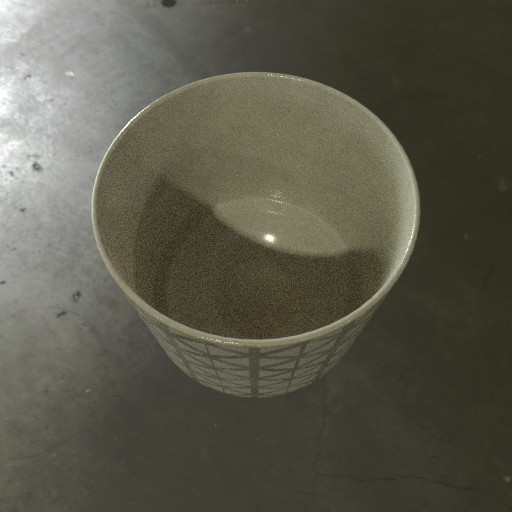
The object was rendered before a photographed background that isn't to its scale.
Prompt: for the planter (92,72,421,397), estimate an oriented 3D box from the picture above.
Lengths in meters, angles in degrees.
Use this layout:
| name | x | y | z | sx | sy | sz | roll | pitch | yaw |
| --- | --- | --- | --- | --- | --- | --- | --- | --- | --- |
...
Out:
| name | x | y | z | sx | sy | sz | roll | pitch | yaw |
| --- | --- | --- | --- | --- | --- | --- | --- | --- | --- |
| planter | 0.000 | 0.000 | 0.339 | 0.190 | 0.181 | 0.190 | 0 | 63 | 0 |
